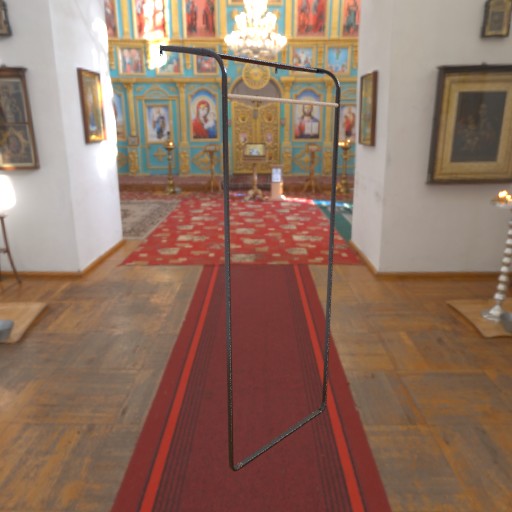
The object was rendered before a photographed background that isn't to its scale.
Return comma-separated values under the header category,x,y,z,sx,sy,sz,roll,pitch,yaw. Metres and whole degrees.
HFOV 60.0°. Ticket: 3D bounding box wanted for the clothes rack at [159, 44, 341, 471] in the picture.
category,x,y,z,sx,sy,sz,roll,pitch,yaw
clothes rack,0.000,0.000,1.835,0.609,1.574,0.349,-14,21,-43
